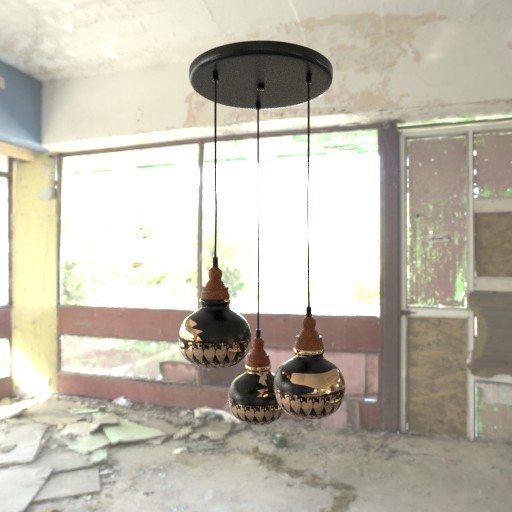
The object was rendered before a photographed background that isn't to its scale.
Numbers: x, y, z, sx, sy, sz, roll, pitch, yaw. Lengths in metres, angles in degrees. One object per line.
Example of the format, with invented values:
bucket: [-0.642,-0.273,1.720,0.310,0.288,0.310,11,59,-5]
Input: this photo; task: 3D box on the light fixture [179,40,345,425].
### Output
light fixture: [0.000,0.000,1.711,0.605,1.410,0.608,0,-1,-37]
